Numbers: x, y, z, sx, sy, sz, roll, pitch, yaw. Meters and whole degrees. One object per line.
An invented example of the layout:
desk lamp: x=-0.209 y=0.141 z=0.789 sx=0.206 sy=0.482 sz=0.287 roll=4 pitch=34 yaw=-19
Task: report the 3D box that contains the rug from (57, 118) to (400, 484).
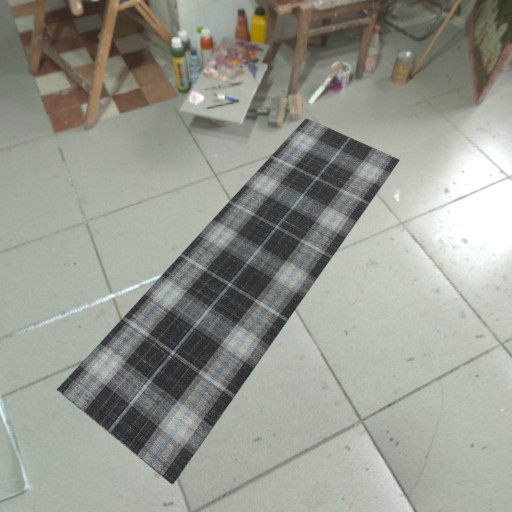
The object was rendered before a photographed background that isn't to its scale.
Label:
rug: x=0.000 y=0.000 z=2.641 sx=0.760 sy=0.012 sz=2.434 roll=30 pitch=62 yaw=18
